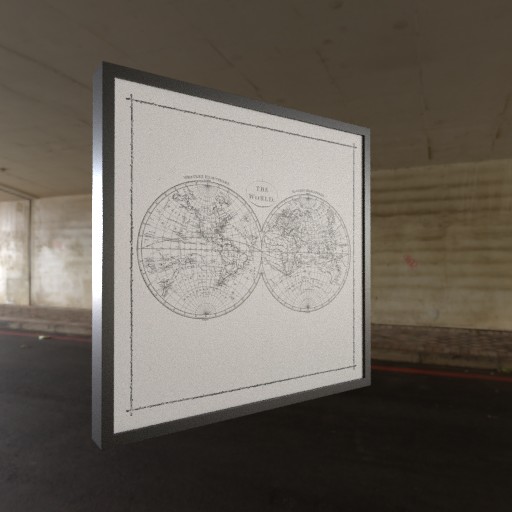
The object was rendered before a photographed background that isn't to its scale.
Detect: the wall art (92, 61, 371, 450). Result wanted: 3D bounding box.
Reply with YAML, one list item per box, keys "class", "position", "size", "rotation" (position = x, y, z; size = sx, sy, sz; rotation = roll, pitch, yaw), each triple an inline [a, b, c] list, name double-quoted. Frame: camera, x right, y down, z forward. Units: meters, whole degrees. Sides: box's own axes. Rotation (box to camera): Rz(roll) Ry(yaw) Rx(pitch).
- class: "wall art"
  position: [0.000, 0.000, 0.468]
  size: [0.327, 0.318, 0.029]
  rotation: [0, -1, -35]
